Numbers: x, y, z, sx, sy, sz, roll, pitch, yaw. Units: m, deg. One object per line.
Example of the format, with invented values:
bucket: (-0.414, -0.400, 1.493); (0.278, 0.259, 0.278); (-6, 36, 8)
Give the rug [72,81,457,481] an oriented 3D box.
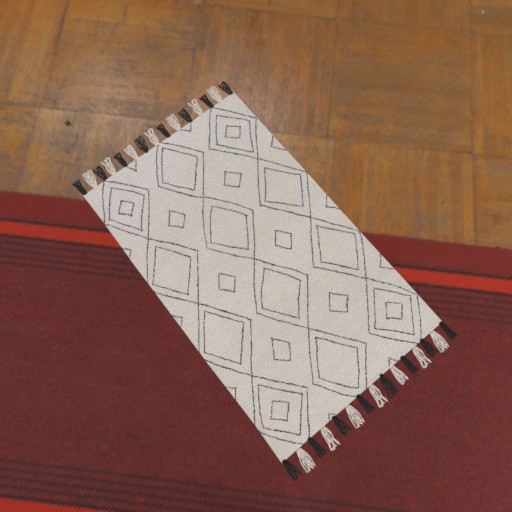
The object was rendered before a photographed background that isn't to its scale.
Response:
rug: (0.000, 0.000, 3.312); (1.524, 0.021, 2.755); (-38, 78, -9)
